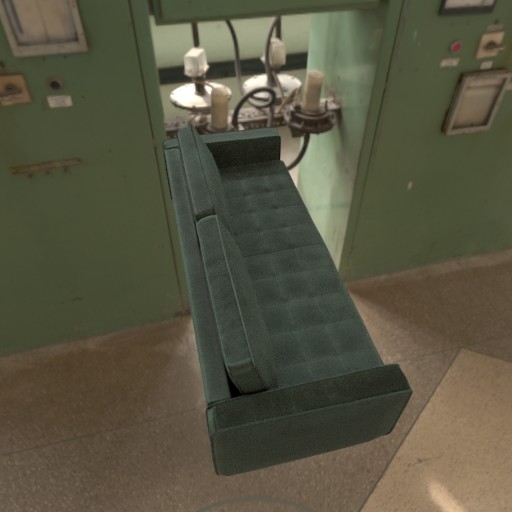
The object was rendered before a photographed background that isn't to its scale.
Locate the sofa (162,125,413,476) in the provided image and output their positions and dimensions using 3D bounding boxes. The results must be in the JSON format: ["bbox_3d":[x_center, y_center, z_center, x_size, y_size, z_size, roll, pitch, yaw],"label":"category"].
[{"bbox_3d":[0.000,0.000,2.636,0.886,0.781,2.214,-10,46,-9],"label":"sofa"}]
